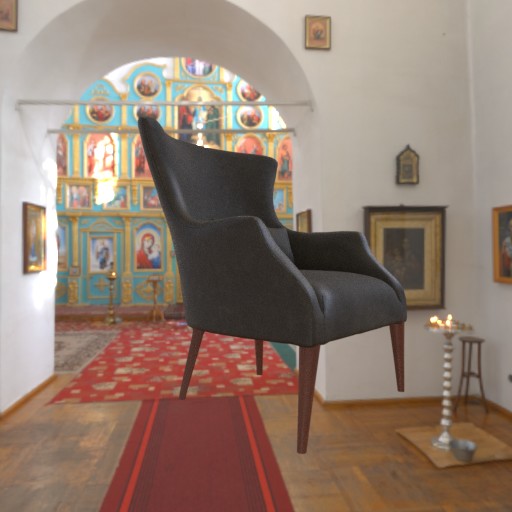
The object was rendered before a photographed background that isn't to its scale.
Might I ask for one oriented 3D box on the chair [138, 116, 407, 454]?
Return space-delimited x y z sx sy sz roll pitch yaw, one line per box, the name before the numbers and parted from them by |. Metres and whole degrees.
chair | 0.000 0.000 1.748 0.954 1.068 0.819 -1 -2 38
